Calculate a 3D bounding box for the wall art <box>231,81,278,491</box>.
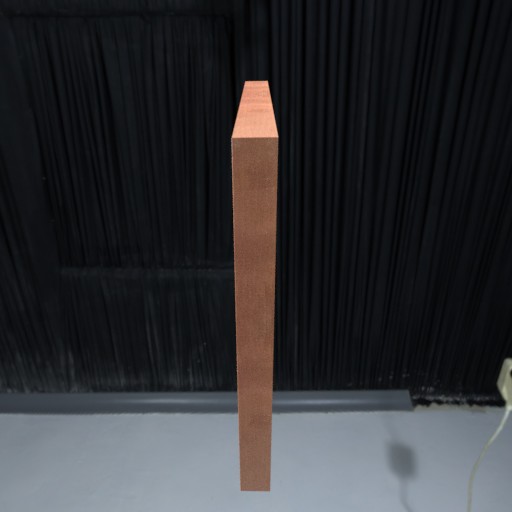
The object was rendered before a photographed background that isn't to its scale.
[{"bbox_3d":[0.000,0.000,0.598,0.035,0.403,0.403,0,27,0],"label":"wall art"}]
